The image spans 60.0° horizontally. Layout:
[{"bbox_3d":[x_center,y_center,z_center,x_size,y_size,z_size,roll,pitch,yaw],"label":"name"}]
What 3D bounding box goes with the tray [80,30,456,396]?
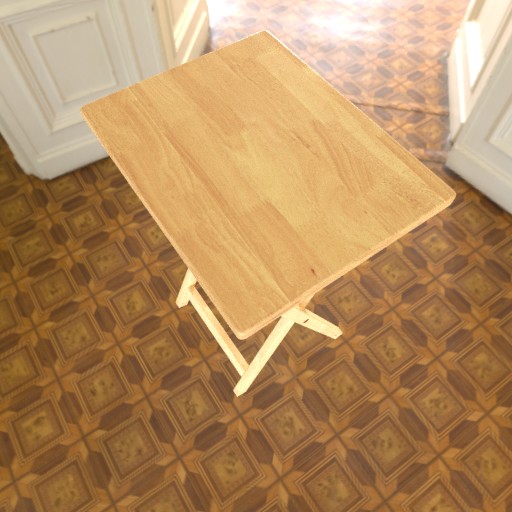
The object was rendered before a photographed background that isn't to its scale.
[{"bbox_3d":[0.000,0.000,0.968,0.381,0.660,0.483,-31,64,-17],"label":"tray"}]
